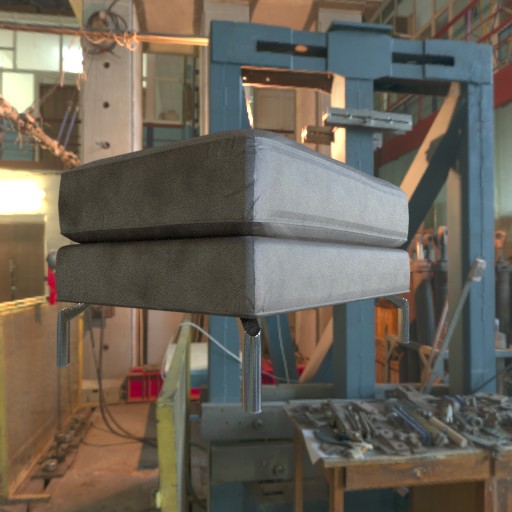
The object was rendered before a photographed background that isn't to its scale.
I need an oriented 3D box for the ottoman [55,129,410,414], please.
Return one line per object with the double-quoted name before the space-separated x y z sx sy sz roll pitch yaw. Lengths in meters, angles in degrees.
"ottoman" 0.000 0.000 1.048 0.520 0.456 0.719 -1 -1 36
